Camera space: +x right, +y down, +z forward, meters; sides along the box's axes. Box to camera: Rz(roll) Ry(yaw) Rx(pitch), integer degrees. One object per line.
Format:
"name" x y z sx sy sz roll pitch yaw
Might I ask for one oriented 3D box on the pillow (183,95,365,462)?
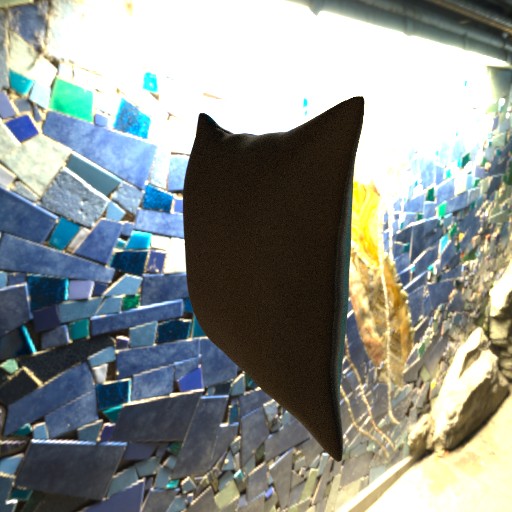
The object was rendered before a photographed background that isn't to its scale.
"pillow" 0.000 0.000 0.689 0.168 0.443 0.453 -8 17 -27
